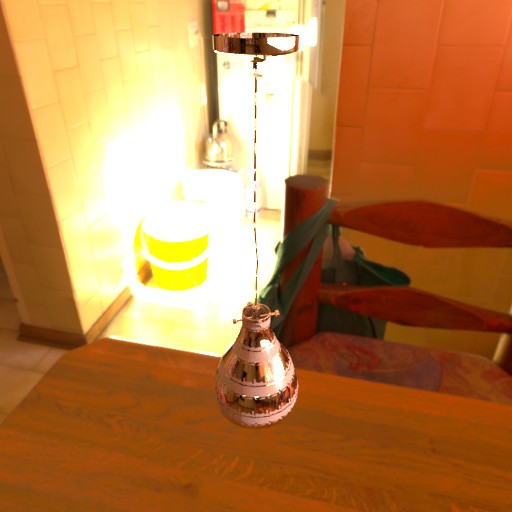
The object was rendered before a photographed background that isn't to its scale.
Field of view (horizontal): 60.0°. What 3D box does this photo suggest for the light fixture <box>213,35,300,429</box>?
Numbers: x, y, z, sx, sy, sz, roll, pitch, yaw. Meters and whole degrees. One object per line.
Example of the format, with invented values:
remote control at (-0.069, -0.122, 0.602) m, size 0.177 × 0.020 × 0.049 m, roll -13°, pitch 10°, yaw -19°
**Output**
light fixture at (0.000, 0.000, 1.630) m, size 0.374 × 1.457 × 0.374 m, roll -9°, pitch 31°, yaw -15°
